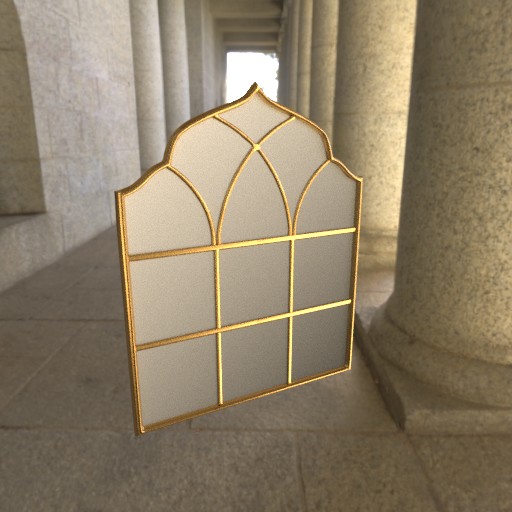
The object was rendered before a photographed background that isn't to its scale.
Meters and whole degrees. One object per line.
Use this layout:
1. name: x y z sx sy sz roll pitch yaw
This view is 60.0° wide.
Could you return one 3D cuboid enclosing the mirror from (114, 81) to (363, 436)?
1. mirror: 0.000 0.000 0.860 0.513 0.635 0.018 -8 18 -27
